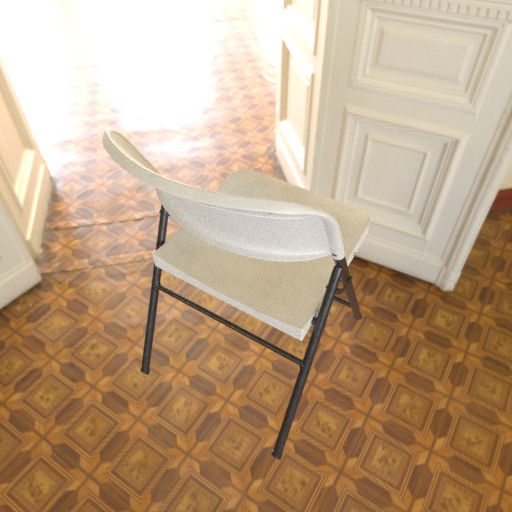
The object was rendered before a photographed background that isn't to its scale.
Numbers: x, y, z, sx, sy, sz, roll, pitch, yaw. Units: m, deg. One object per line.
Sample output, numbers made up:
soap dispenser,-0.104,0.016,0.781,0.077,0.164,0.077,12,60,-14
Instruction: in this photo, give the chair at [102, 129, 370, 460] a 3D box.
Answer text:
chair,0.000,0.000,1.123,0.494,0.810,0.566,24,51,22
